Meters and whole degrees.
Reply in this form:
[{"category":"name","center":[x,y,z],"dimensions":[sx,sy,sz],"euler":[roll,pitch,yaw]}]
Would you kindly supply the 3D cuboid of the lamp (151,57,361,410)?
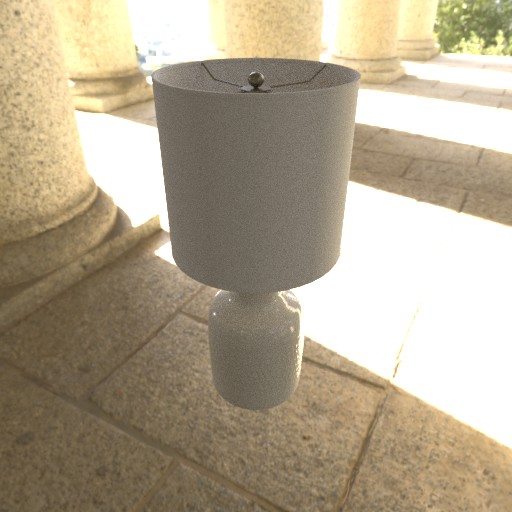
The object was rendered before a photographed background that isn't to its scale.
[{"category":"lamp","center":[0.000,0.000,0.506],"dimensions":[0.188,0.392,0.188],"euler":[0,32,0]}]
